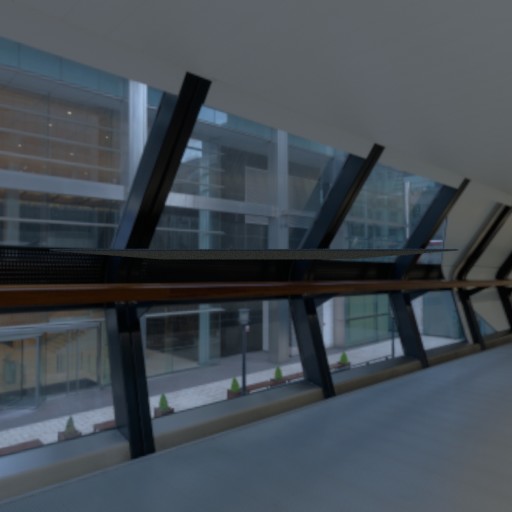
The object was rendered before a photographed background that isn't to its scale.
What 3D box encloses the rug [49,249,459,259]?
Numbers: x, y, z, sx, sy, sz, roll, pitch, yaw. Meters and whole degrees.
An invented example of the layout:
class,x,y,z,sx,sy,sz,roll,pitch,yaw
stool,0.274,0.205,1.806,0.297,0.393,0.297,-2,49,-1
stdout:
class,x,y,z,sx,sy,sz,roll,pitch,yaw
rug,0.000,0.000,4.147,2.438,0.010,3.048,0,-1,1
